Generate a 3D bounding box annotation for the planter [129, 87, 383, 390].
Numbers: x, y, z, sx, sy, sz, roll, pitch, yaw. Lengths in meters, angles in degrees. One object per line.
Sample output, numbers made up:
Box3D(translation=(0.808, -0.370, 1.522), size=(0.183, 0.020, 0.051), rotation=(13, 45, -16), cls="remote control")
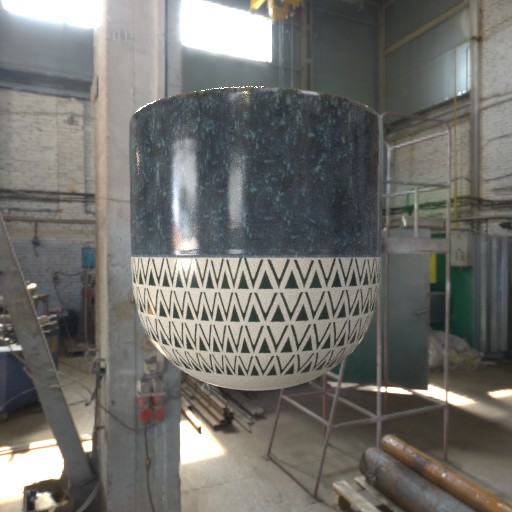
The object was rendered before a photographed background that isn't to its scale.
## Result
Box3D(translation=(0.000, 0.000, 0.483), size=(0.266, 0.270, 0.266), rotation=(0, 0, 0), cls="planter")
